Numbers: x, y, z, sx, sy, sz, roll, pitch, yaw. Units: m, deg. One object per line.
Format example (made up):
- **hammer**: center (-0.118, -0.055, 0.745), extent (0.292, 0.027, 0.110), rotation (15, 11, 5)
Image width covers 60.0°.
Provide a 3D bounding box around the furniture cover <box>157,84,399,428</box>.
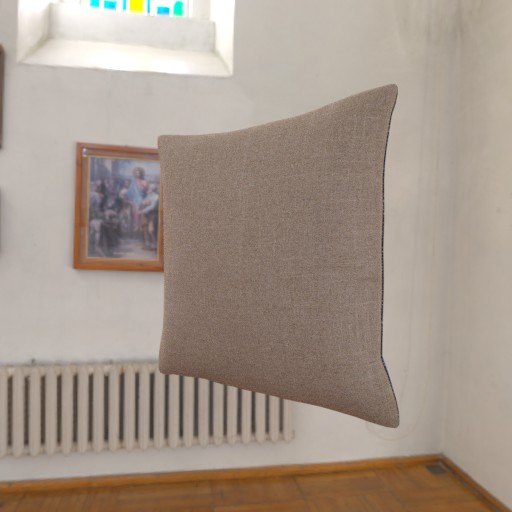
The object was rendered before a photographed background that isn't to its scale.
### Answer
- **furniture cover**: center (0.000, 0.000, 0.792), extent (0.511, 0.503, 0.162), rotation (1, 1, 36)
